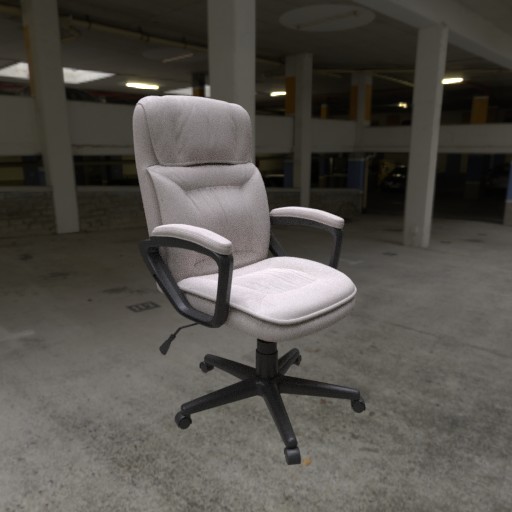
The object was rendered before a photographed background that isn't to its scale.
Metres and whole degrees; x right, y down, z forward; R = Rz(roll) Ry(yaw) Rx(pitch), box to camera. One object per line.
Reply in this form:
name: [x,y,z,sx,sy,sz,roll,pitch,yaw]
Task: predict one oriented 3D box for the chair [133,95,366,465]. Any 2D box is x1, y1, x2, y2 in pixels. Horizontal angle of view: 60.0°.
chair: [0.000,0.000,1.558,0.724,1.105,0.667,13,19,42]
